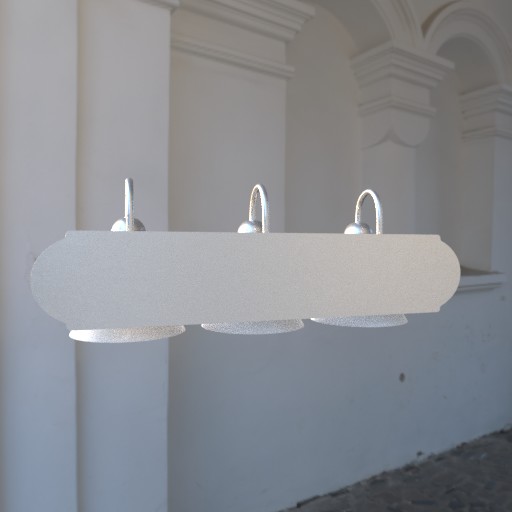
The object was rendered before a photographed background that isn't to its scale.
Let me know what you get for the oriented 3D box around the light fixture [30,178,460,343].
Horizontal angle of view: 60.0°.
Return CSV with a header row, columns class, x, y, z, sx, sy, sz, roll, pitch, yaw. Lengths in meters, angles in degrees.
class,x,y,z,sx,sy,sz,roll,pitch,yaw
light fixture,0.000,0.000,0.699,0.610,0.222,0.199,0,1,-17
